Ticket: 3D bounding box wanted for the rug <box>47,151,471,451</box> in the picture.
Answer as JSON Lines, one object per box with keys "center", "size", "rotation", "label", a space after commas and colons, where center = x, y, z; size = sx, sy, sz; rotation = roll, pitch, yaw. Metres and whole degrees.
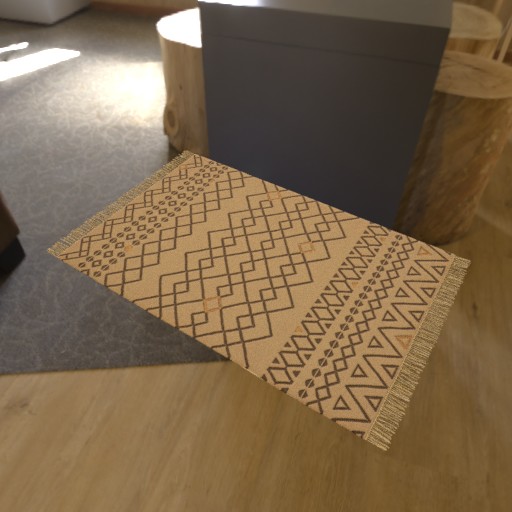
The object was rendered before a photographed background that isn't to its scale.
{"center": [0.000, 0.000, 2.444], "size": [2.023, 0.028, 1.224], "rotation": [25, 51, 23], "label": "rug"}
